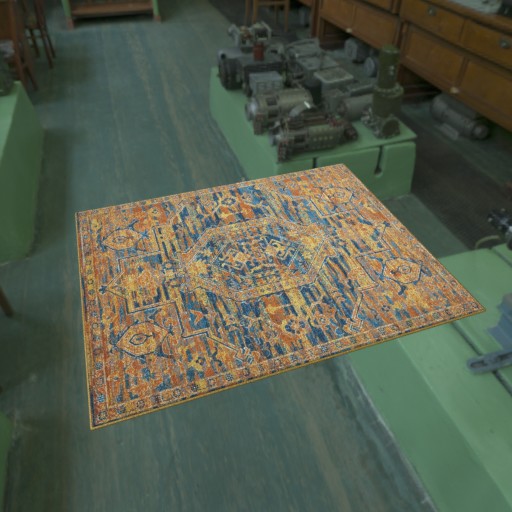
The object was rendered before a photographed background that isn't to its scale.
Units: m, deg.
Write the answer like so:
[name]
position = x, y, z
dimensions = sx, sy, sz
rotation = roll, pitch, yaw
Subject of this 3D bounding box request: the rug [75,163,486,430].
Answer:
[rug]
position = 0.000, 0.000, 4.009
dimensions = 3.040, 0.031, 2.435
rotation = -13, 43, -14
